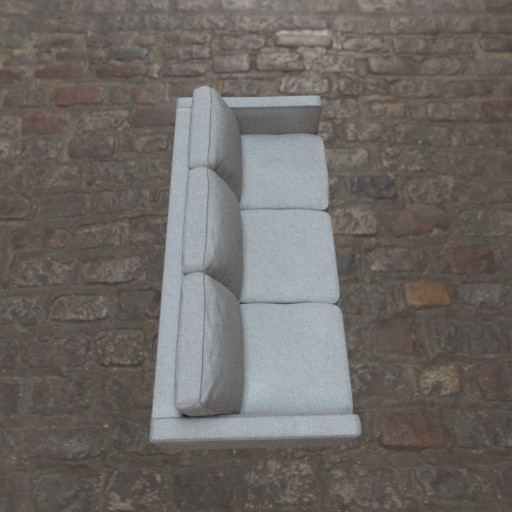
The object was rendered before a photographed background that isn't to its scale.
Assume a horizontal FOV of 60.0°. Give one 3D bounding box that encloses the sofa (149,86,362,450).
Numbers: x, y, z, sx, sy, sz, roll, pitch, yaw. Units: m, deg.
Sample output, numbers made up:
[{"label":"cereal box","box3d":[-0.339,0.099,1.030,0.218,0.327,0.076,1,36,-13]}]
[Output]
[{"label":"sofa","box3d":[0.000,0.000,2.528,0.944,0.918,1.983,-1,63,-1]}]
